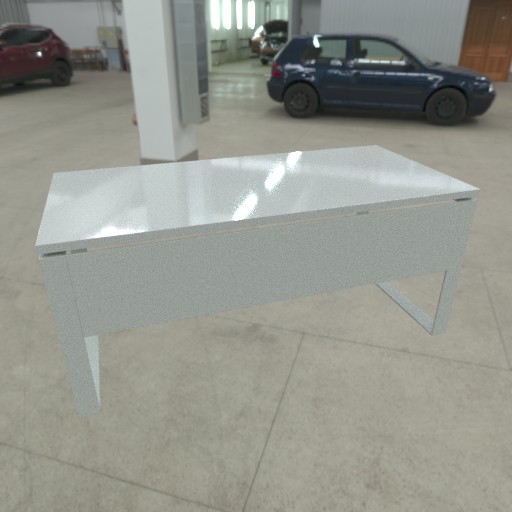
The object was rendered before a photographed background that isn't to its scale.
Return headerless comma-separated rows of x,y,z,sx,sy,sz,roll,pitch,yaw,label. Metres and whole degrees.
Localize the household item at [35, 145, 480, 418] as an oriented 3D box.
0.000,0.000,2.114,1.700,0.745,0.800,-9,29,-16,household item
